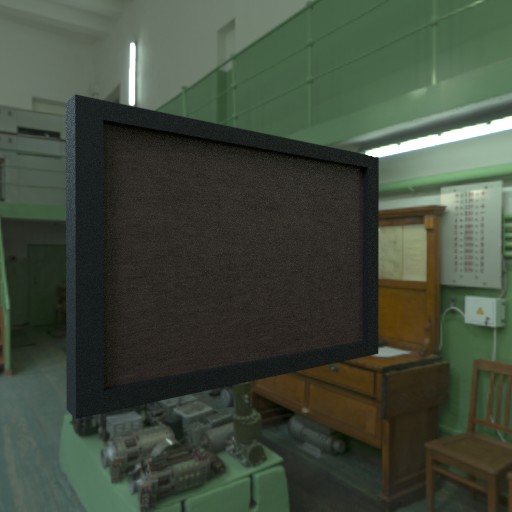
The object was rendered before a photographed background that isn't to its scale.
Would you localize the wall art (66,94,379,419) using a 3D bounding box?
[{"bbox_3d":[0.000,0.000,0.842,0.671,0.456,0.051,0,0,-37],"label":"wall art"}]
